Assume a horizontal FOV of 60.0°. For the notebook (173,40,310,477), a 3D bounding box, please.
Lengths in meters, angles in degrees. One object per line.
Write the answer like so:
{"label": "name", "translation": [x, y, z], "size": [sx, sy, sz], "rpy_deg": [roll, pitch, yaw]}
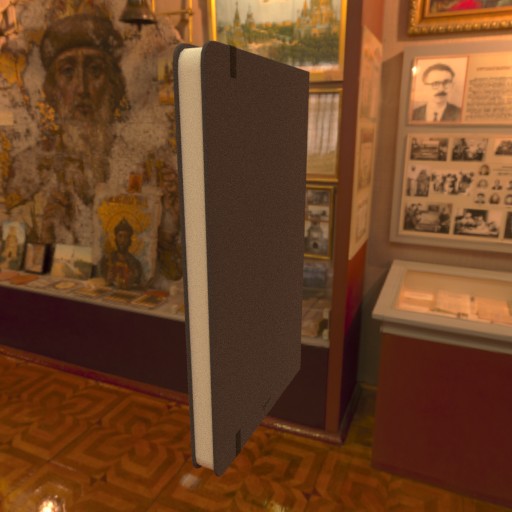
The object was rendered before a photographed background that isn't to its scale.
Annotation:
{"label": "notebook", "translation": [0.000, 0.000, 0.259], "size": [0.016, 0.213, 0.127], "rpy_deg": [8, 18, 24]}
